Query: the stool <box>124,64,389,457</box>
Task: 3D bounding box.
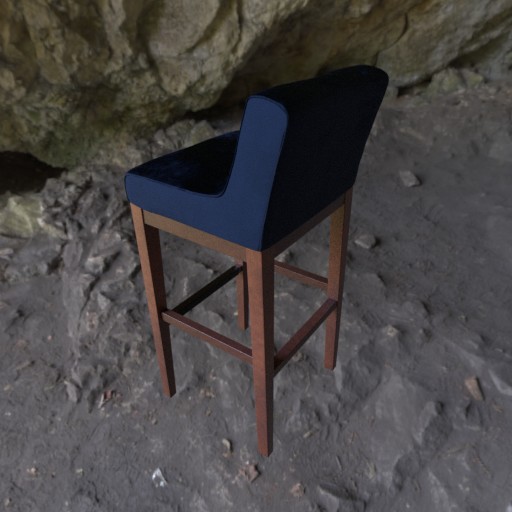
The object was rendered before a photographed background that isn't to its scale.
[{"bbox_3d":[0.000,0.000,1.316,0.500,1.037,0.511,19,36,29],"label":"stool"}]
